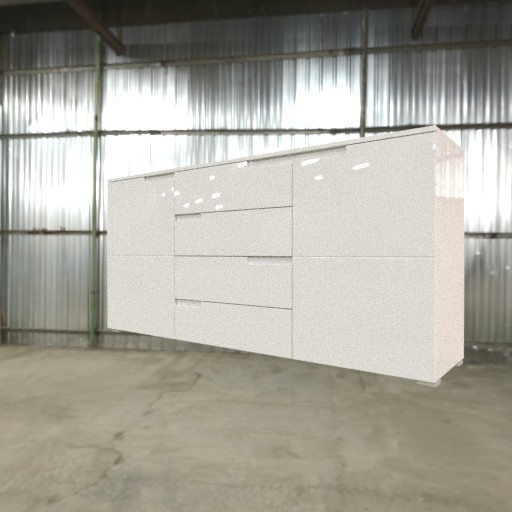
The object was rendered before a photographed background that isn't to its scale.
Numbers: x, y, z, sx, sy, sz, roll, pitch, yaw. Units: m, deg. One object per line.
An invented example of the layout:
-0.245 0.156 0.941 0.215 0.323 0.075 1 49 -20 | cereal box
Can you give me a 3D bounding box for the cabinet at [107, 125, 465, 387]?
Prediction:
0.000 0.000 1.995 1.650 0.800 0.400 0 1 37 | cabinet
